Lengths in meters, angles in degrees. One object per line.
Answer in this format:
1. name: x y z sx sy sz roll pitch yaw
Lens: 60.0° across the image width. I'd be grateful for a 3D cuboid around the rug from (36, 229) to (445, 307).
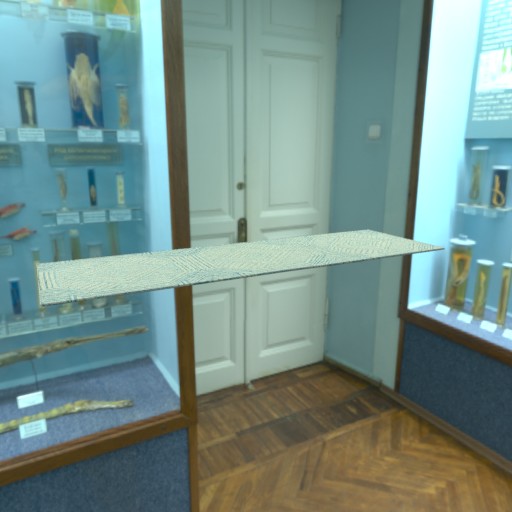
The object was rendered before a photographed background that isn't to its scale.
1. rug: 0.000 0.000 2.763 2.452 0.012 0.775 -7 15 -26
